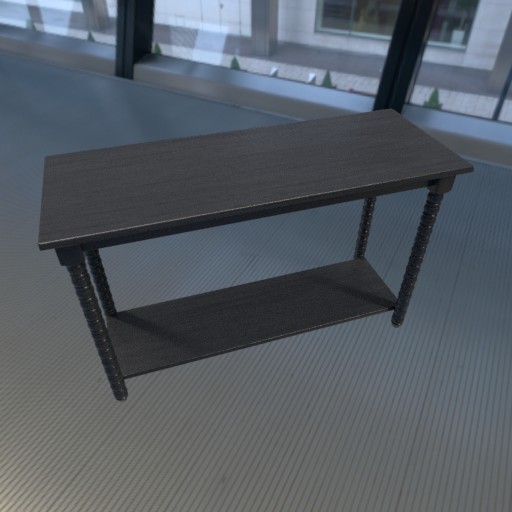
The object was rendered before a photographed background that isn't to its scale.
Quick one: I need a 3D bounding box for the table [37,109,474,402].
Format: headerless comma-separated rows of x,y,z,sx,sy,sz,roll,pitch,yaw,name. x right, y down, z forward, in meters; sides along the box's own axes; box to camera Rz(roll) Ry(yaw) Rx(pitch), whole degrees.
0.000,0.000,1.536,1.184,0.735,0.459,-12,42,-14,table
